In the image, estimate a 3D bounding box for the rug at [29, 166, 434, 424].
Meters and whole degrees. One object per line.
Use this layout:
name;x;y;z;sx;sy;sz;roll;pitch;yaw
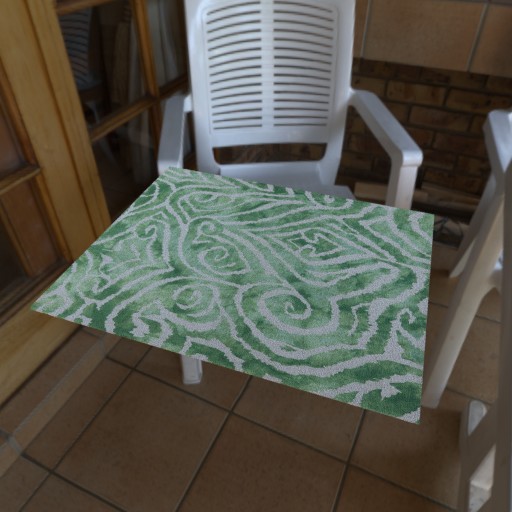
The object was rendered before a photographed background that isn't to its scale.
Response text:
rug;0.000;0.000;4.080;3.045;0.007;2.436;13;42;14
